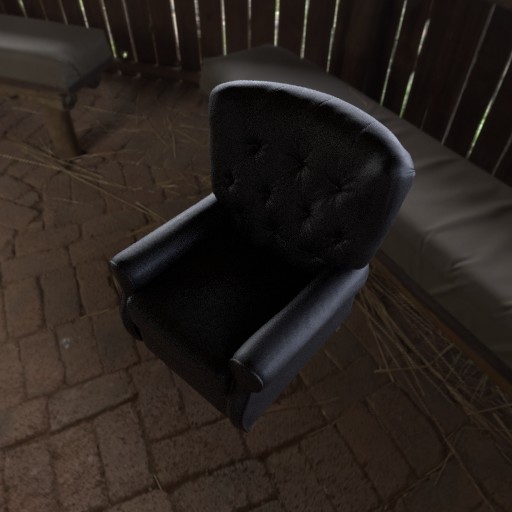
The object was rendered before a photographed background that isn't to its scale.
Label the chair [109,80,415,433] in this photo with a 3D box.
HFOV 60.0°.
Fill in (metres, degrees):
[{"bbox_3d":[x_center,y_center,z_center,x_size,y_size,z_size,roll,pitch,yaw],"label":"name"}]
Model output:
[{"bbox_3d":[0.000,0.000,1.955,0.948,1.158,1.058,32,55,26],"label":"chair"}]
